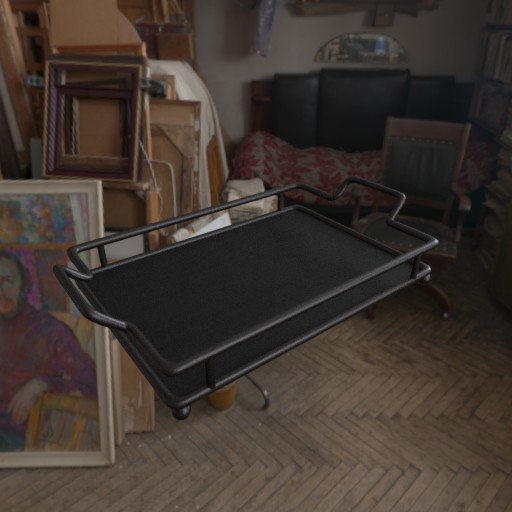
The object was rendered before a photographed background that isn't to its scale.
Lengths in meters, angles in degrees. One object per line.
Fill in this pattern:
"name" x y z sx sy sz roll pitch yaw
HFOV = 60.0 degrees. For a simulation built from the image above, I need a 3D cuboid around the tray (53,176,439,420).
"tray" 0.000 0.000 0.610 0.495 0.101 0.297 -21 36 -32
